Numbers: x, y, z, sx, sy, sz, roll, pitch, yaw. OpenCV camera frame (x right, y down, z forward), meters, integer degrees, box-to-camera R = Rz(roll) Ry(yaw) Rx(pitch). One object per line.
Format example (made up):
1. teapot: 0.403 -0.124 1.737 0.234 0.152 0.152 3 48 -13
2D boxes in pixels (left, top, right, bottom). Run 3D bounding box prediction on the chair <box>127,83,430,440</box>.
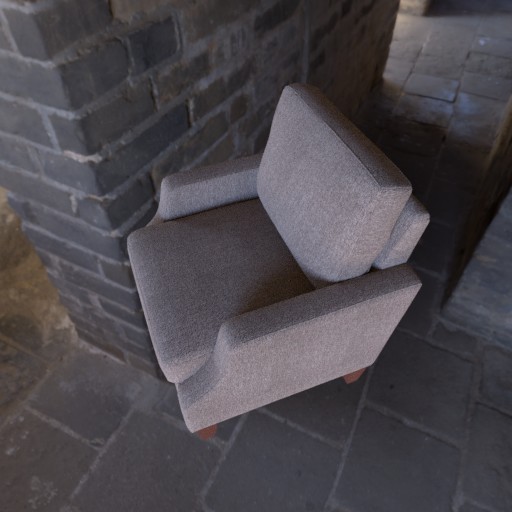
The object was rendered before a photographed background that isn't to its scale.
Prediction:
1. chair: 0.000 0.000 1.670 0.897 0.993 0.855 -16 50 -14
